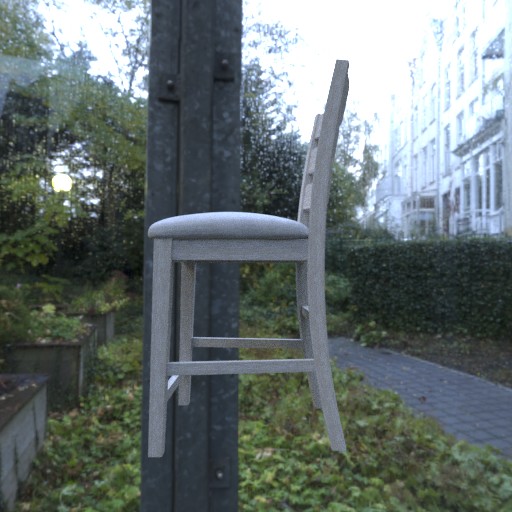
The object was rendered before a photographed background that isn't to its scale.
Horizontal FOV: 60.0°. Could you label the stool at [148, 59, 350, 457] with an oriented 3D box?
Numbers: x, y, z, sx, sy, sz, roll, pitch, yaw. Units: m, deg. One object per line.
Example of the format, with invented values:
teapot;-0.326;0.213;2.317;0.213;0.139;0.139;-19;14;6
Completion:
stool;0.000;0.000;1.364;0.569;1.032;0.484;0;-2;0
